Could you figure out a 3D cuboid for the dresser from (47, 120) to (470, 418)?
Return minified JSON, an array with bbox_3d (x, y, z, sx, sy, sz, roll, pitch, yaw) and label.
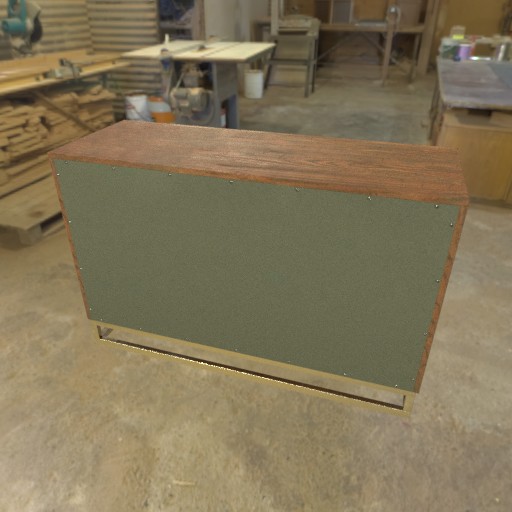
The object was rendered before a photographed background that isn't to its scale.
[{"bbox_3d":[0.000,0.000,2.167,1.646,1.061,0.623,9,32,15],"label":"dresser"}]
